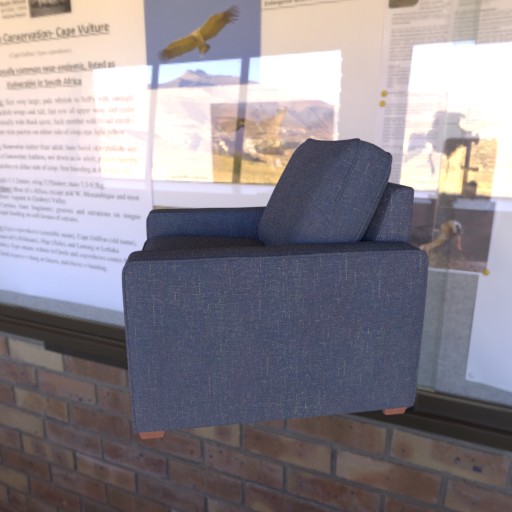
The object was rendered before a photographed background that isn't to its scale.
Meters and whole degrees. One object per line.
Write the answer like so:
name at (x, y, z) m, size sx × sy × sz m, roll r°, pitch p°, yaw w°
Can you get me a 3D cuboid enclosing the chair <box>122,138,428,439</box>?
chair at (0.000, 0.000, 1.784) m, size 0.940 × 0.919 × 1.017 m, roll -2°, pitch 15°, yaw -9°
